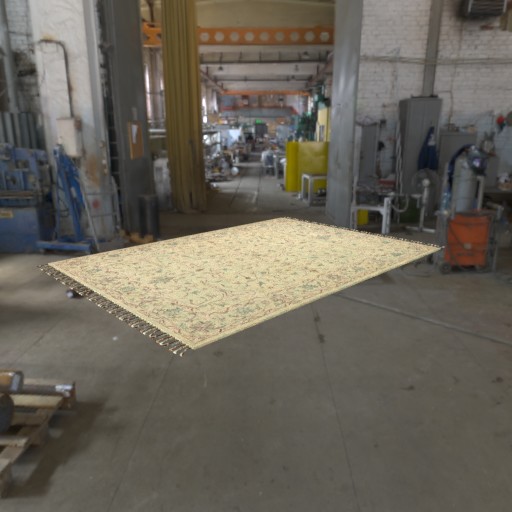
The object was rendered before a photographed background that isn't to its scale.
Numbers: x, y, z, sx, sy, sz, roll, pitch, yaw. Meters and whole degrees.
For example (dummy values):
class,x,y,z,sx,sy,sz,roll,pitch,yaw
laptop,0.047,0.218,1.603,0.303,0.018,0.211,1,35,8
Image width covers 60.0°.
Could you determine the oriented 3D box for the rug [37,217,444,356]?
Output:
class,x,y,z,sx,sy,sz,roll,pitch,yaw
rug,0.000,0.000,2.332,1.802,0.008,1.247,-15,22,-42
